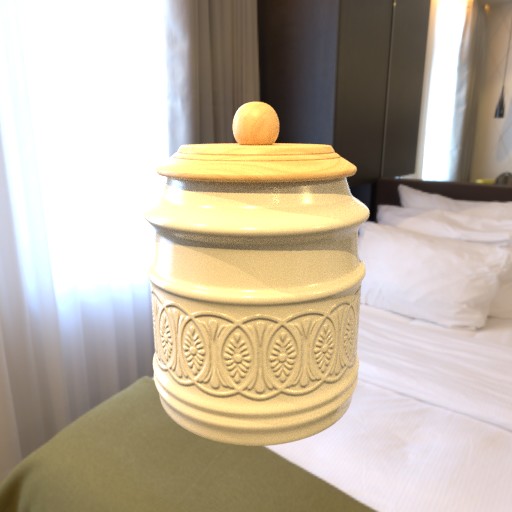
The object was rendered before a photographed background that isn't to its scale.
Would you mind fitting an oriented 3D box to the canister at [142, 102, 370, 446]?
[{"bbox_3d":[0.000,0.000,0.268,0.130,0.176,0.130,0,15,0],"label":"canister"}]
